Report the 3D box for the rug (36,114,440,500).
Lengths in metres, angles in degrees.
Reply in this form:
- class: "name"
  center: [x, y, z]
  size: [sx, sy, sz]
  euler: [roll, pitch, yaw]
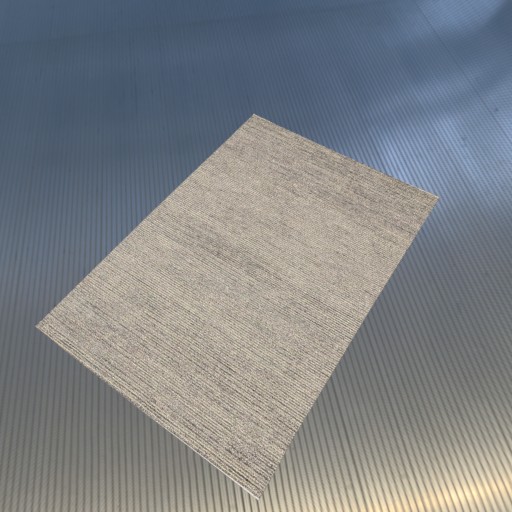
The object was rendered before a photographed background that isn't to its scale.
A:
- class: "rug"
  center: [0.000, 0.000, 2.890]
  size: [1.604, 0.030, 2.307]
  euler: [30, 62, 18]
